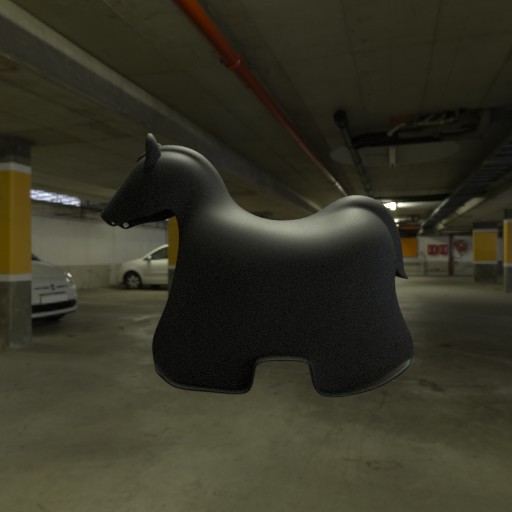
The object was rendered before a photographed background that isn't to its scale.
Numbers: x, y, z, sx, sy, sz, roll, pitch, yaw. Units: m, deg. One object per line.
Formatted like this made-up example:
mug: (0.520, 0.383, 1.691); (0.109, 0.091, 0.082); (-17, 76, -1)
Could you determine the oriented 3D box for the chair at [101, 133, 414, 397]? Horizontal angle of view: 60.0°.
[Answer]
chair: (0.000, 0.000, 1.160); (0.800, 0.612, 0.429); (0, 0, -1)
